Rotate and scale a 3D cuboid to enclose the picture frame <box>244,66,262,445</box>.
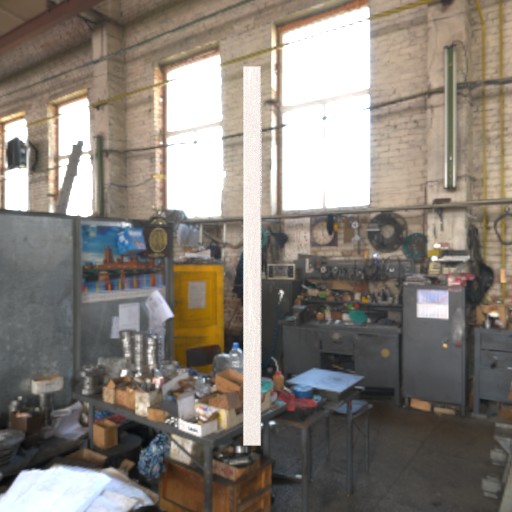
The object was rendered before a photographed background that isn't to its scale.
[{"bbox_3d":[0.000,0.000,1.222,0.029,0.640,0.950,0,0,1],"label":"picture frame"}]
